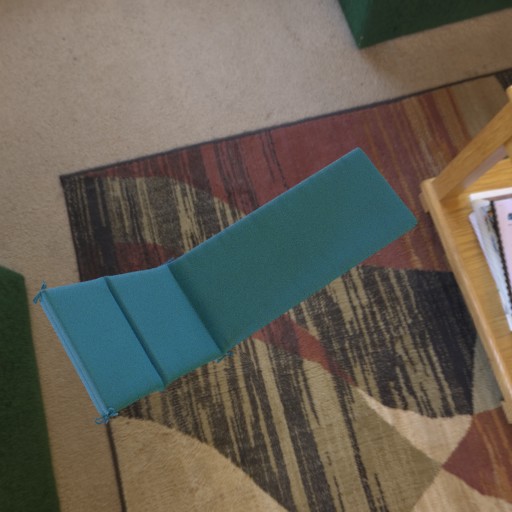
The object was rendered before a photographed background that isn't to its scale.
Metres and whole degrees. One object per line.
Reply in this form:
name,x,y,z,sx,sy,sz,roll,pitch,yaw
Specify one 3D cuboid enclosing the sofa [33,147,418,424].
sofa,0.000,0.000,1.967,1.663,0.622,0.582,-32,78,-8
